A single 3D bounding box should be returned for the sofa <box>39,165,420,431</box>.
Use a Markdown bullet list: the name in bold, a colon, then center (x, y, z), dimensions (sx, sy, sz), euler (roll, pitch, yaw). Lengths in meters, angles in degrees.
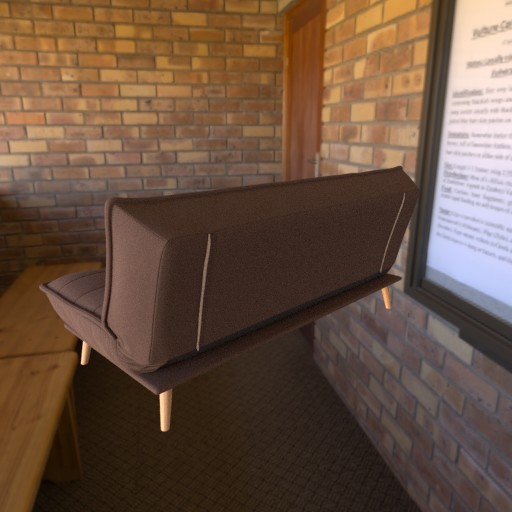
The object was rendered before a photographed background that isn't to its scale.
- **sofa**: center (0.000, 0.000, 2.384), dimensions (1.940, 0.890, 0.950), euler (-15, 22, -43)
